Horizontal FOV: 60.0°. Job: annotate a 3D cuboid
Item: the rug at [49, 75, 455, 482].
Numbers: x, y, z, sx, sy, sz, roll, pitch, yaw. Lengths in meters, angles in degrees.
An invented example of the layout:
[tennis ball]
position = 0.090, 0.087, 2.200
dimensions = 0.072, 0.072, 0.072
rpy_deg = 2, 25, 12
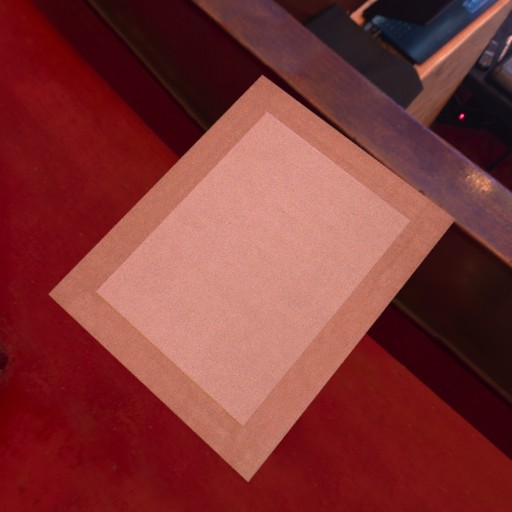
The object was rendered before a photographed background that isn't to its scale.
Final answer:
[rug]
position = 0.000, 0.000, 4.173
dimensions = 2.438, 0.014, 3.048
rpy_deg = 40, 79, 9
